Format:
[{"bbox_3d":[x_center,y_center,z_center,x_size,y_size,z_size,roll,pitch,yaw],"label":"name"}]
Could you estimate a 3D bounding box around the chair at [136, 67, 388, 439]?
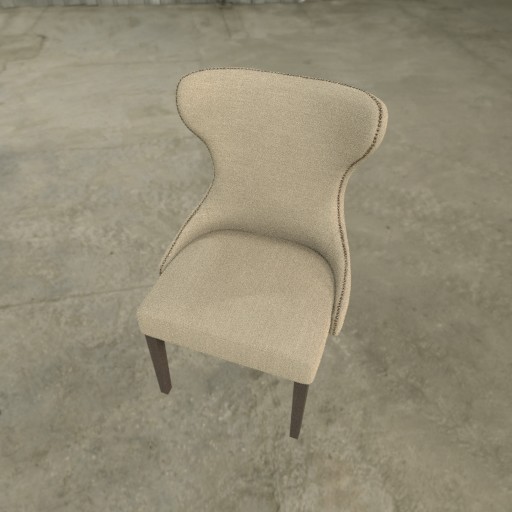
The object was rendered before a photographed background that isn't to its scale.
[{"bbox_3d":[0.000,0.000,1.415,0.628,0.967,0.635,14,45,14],"label":"chair"}]
